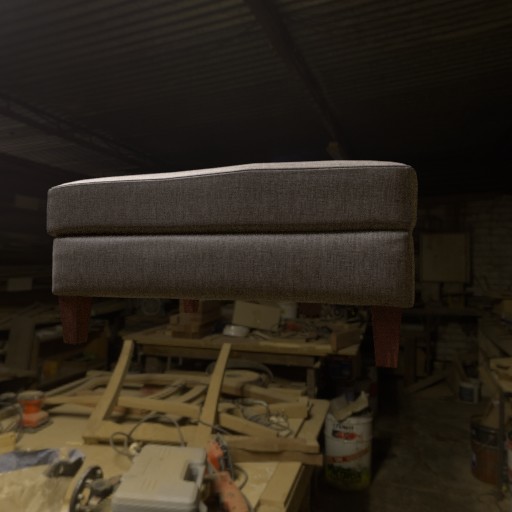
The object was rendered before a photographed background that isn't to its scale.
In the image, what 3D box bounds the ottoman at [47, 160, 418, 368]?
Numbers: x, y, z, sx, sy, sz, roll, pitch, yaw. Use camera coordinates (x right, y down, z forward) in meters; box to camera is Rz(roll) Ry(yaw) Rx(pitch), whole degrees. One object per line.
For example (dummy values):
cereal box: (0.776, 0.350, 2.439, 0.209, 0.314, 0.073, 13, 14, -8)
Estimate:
ottoman: (0.000, 0.000, 1.474, 0.994, 0.492, 0.839, 0, 0, 18)
